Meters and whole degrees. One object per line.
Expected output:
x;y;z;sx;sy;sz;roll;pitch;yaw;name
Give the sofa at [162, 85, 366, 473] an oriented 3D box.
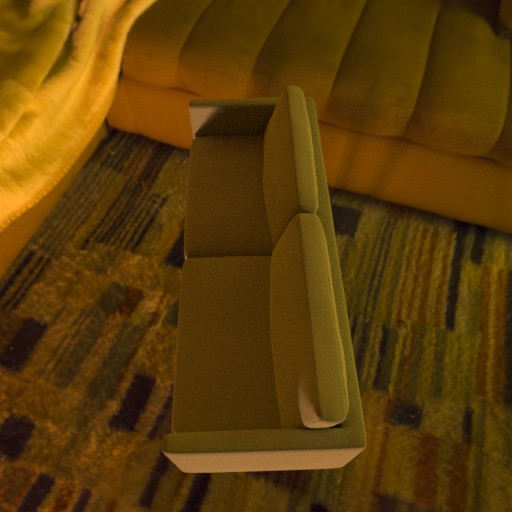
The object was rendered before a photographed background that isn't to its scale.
0.000;0.000;2.844;0.948;0.965;2.434;-1;57;-1;sofa
